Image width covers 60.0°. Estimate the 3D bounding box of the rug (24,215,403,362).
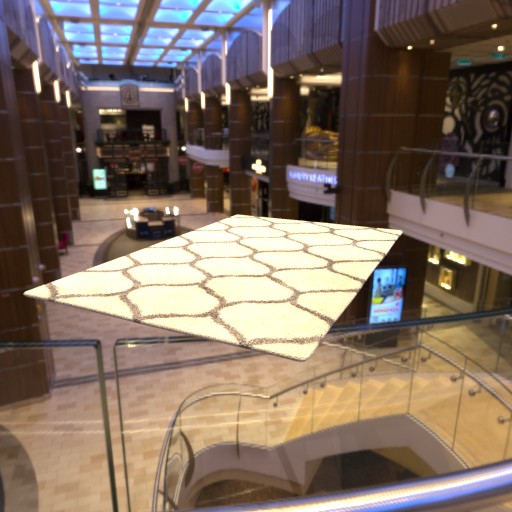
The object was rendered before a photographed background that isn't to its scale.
[{"bbox_3d":[0.000,0.000,3.439,1.801,0.026,2.701,8,18,25],"label":"rug"}]
